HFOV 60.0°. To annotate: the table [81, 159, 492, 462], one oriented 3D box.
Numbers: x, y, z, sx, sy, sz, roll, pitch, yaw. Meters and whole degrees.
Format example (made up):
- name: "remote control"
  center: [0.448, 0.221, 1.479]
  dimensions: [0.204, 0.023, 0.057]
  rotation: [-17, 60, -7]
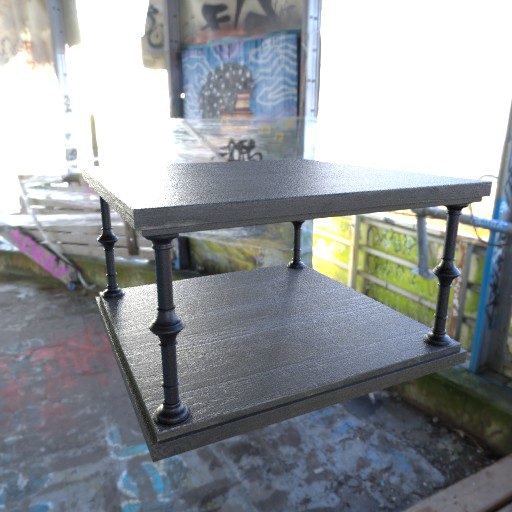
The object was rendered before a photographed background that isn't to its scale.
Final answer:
- name: "table"
  center: [0.000, 0.000, 1.082]
  dimensions: [0.696, 0.400, 0.696]
  rotation: [-8, 18, -25]
